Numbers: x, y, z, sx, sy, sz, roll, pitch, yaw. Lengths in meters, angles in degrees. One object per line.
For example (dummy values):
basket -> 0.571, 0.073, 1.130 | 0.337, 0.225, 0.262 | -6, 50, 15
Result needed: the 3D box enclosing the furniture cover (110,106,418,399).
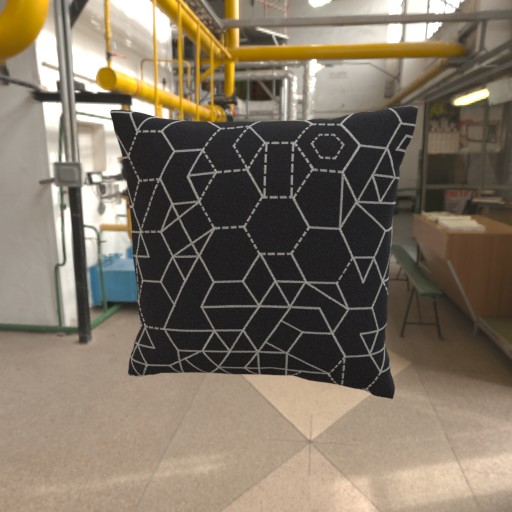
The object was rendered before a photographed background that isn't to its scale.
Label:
furniture cover -> 0.000, 0.000, 0.793 | 0.517, 0.508, 0.158 | 2, 13, 9
